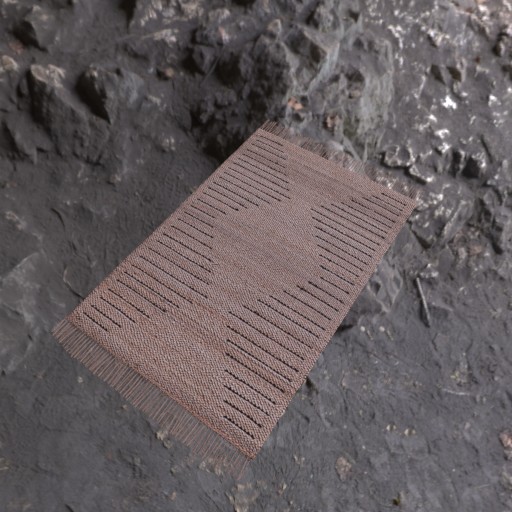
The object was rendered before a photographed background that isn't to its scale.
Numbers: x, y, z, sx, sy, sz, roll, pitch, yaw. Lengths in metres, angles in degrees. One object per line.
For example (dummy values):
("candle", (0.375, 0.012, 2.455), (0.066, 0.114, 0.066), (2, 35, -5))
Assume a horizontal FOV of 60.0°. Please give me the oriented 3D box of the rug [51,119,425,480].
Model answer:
("rug", (0.000, 0.000, 2.584), (1.224, 0.027, 2.085), (30, 62, 18))
